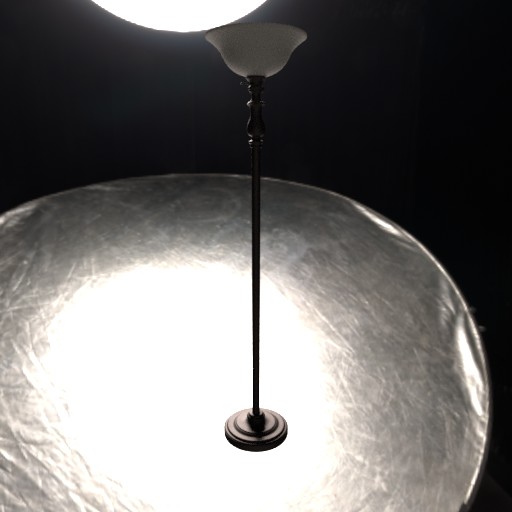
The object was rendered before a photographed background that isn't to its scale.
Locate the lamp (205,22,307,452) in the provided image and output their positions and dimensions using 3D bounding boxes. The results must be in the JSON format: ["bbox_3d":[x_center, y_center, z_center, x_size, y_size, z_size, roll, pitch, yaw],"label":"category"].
[{"bbox_3d":[0.000,0.000,1.973,0.405,1.797,0.405,-2,14,-10],"label":"lamp"}]
